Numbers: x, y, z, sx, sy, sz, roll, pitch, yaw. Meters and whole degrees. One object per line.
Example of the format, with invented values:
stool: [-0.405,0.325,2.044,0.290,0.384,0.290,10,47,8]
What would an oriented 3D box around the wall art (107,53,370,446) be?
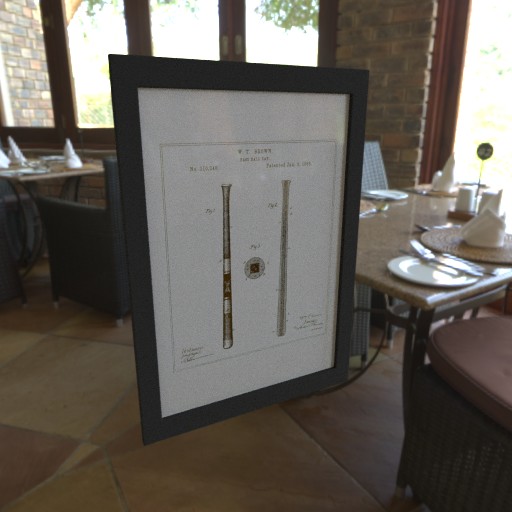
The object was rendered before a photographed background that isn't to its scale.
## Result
wall art: [0.000,0.000,0.658,0.374,0.529,0.012,-9,19,-26]
